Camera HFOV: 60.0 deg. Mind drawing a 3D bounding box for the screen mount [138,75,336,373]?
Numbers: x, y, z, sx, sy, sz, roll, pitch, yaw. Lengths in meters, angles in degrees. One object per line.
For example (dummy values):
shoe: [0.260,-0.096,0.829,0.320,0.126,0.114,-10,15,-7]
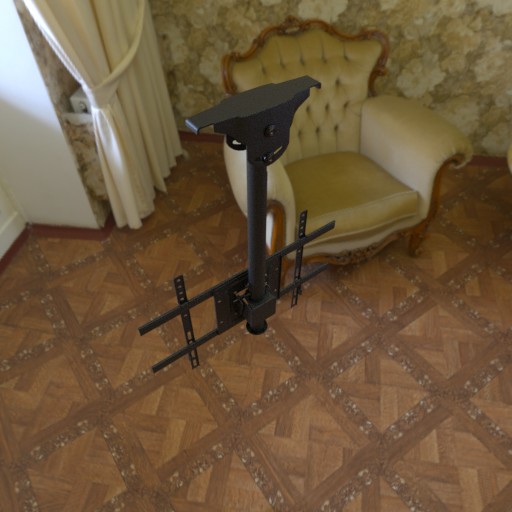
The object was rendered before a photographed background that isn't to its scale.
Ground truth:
screen mount: [0.000,0.000,1.024,0.595,0.775,0.090,-28,53,-24]
